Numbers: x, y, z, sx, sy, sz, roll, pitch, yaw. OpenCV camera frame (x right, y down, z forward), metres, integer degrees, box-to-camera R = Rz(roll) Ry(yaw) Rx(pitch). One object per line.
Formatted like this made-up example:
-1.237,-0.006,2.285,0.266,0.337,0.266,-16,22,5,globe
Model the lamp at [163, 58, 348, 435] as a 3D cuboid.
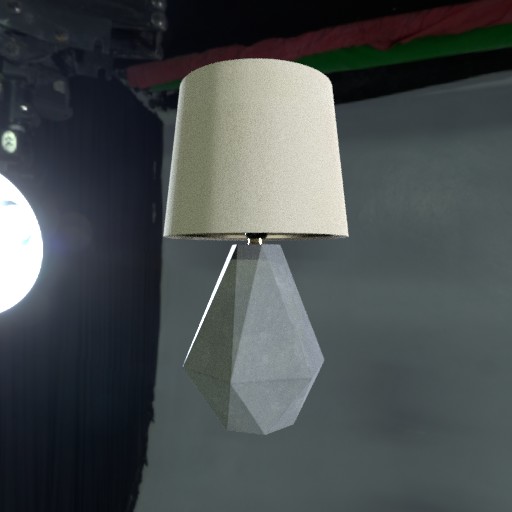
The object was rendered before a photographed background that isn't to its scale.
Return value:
0.000,0.000,0.676,0.276,0.501,0.276,0,0,0,lamp
